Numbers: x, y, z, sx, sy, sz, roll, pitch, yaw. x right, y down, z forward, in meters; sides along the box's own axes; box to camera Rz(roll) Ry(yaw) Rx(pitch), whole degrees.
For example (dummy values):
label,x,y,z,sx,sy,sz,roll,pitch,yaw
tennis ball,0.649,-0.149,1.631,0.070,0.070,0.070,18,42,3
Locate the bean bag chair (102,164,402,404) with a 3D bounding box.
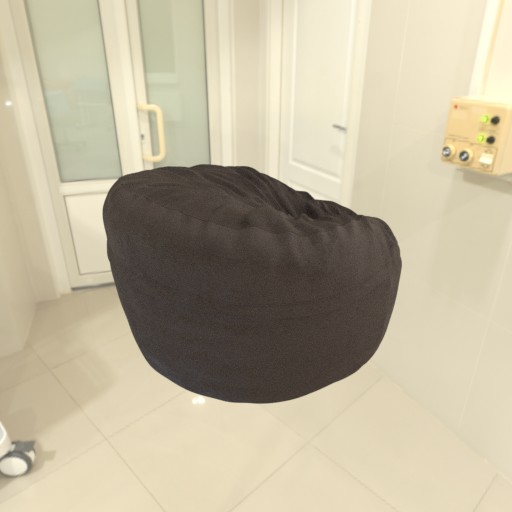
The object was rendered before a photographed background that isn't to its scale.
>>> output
label,x,y,z,sx,sy,sz,roll,pitch,yaw
bean bag chair,0.000,0.000,2.038,1.245,0.821,1.245,0,27,0
